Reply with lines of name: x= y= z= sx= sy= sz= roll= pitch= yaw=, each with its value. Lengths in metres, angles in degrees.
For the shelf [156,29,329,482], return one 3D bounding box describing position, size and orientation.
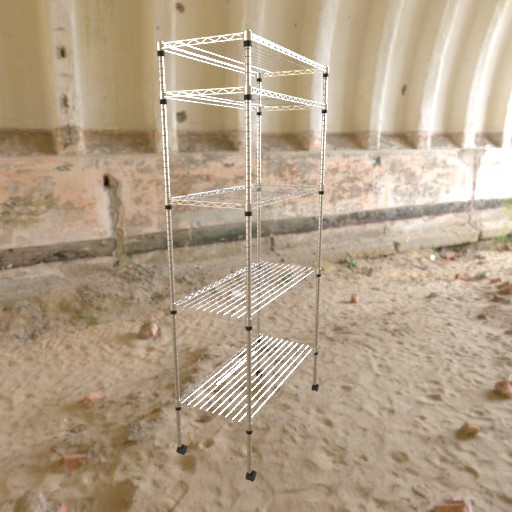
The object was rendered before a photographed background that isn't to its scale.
shelf: x=0.000 y=0.000 z=1.900 sx=0.356 sy=1.587 sz=0.762 roll=7 pitch=16 yaw=27
